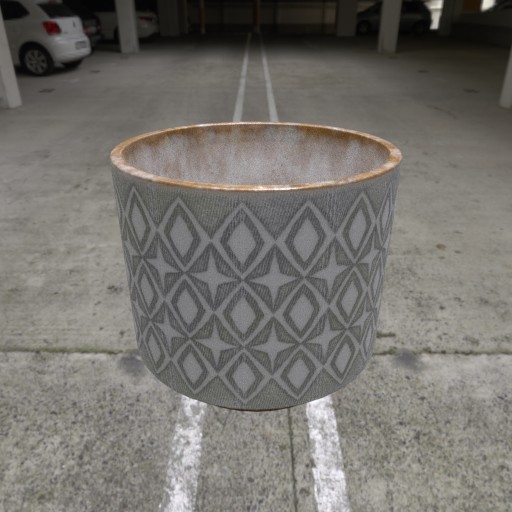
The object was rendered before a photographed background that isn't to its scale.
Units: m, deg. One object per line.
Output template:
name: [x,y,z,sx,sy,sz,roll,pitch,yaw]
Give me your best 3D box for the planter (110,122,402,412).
planter: [0.000,0.000,0.451,0.255,0.223,0.255,0,26,0]
